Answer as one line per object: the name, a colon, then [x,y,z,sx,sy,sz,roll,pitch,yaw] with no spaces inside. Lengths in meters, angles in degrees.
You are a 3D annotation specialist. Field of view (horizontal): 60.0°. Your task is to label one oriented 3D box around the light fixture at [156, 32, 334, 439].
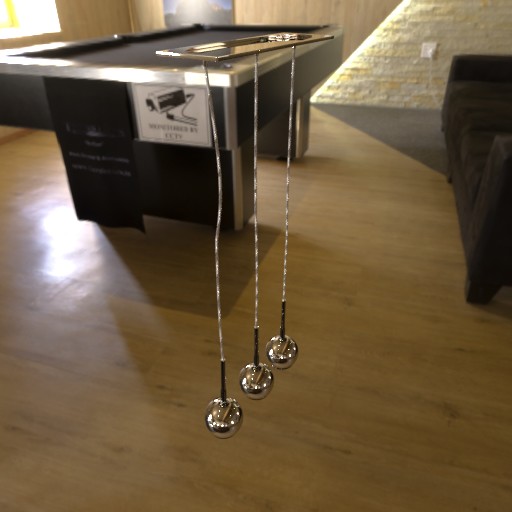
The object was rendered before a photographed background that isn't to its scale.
light fixture: [0.000,0.000,1.615,0.188,1.408,0.623,19,36,28]
